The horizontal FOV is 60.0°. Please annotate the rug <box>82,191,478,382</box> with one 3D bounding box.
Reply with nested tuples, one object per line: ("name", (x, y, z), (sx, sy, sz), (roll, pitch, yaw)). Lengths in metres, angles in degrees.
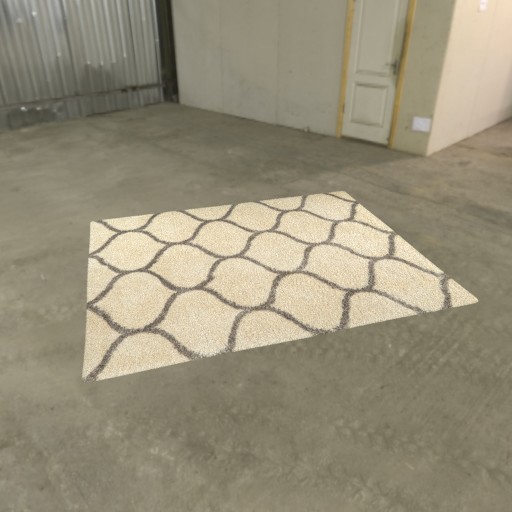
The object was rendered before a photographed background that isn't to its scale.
("rug", (0.000, 0.000, 4.142), (3.000, 0.026, 2.399), (-9, 32, -14))
